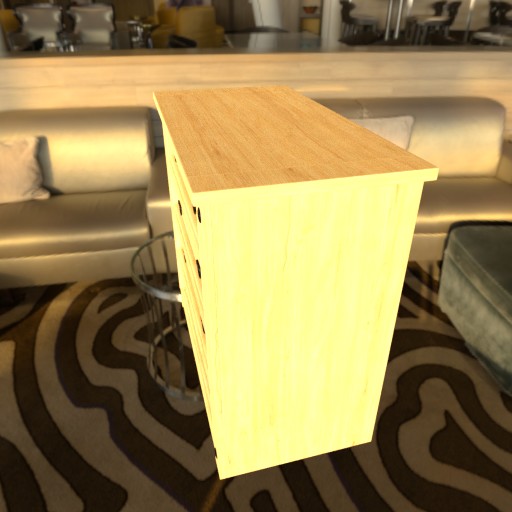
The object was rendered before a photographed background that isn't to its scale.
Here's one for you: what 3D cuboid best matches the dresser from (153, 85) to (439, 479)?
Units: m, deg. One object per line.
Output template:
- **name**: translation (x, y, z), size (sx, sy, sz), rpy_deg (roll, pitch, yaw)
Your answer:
- **dresser**: translation (0.000, 0.000, 1.203), size (0.410, 0.730, 0.800), rpy_deg (-8, 32, -13)
